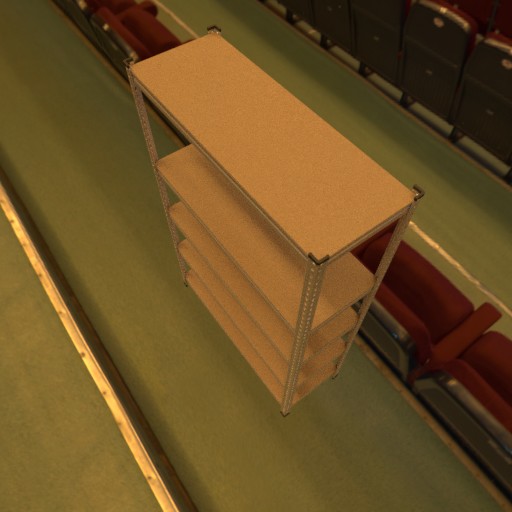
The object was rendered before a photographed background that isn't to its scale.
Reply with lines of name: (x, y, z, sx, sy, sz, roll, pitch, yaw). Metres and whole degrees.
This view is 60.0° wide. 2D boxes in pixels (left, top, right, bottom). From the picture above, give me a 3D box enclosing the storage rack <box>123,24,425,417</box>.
storage rack: (0.000, 0.000, 2.377, 0.457, 1.829, 1.219, -32, 62, -19)
